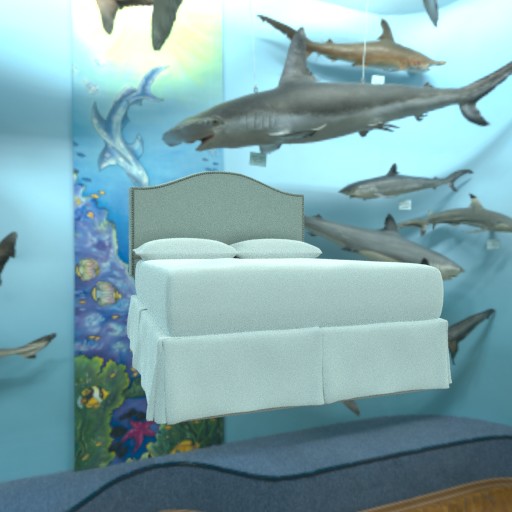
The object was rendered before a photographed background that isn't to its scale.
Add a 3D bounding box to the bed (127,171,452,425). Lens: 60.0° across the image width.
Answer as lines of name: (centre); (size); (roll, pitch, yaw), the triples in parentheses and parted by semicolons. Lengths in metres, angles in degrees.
bed: (0.000, 0.000, 3.343); (1.813, 1.607, 2.180); (0, 1, -19)
